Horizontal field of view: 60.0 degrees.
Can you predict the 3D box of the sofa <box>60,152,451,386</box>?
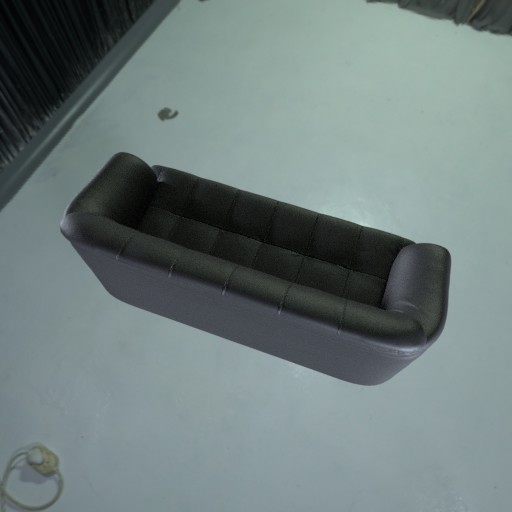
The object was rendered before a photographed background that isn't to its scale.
[{"bbox_3d":[0.000,0.000,2.286,1.829,0.811,0.800,18,64,9],"label":"sofa"}]
